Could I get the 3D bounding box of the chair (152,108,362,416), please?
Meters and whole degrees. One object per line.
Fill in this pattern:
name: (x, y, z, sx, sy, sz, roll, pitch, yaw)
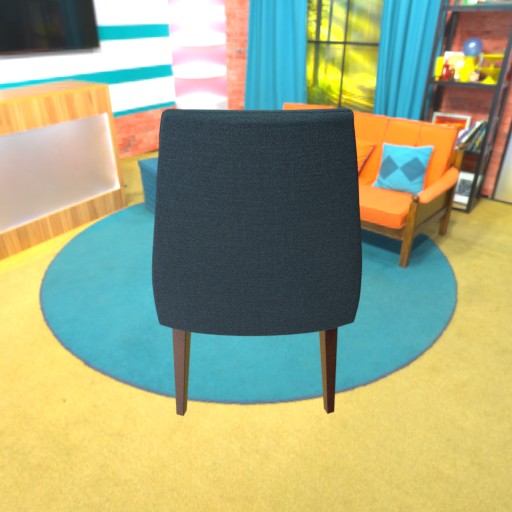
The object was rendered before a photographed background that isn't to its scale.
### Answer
chair: (0.000, 0.000, 1.206, 0.529, 0.861, 0.544, -1, 29, -1)
